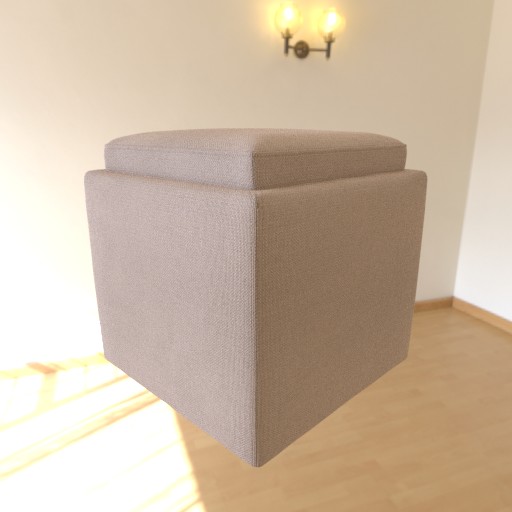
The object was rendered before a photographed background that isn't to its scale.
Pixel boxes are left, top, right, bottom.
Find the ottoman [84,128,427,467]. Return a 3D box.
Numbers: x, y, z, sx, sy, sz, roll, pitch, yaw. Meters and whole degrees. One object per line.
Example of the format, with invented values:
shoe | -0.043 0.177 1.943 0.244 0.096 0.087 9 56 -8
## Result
ottoman | 0.000 0.000 0.831 0.450 0.460 0.451 15 22 43
